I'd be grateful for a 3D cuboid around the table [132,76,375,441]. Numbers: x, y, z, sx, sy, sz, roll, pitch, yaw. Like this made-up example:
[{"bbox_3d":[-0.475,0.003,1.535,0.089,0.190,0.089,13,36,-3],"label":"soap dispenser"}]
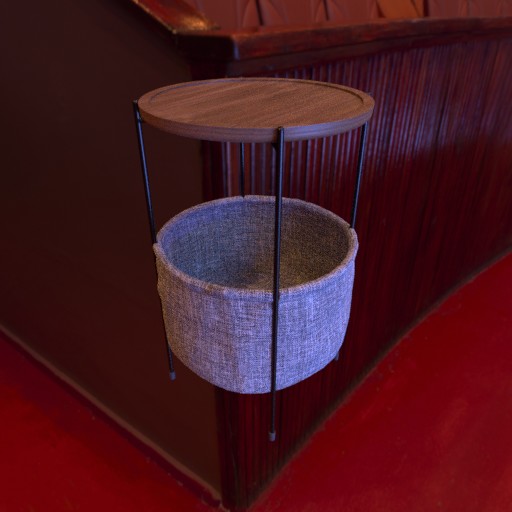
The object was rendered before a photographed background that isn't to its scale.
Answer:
[{"bbox_3d":[0.000,0.000,0.901,0.400,0.623,0.400,20,36,30],"label":"table"}]
